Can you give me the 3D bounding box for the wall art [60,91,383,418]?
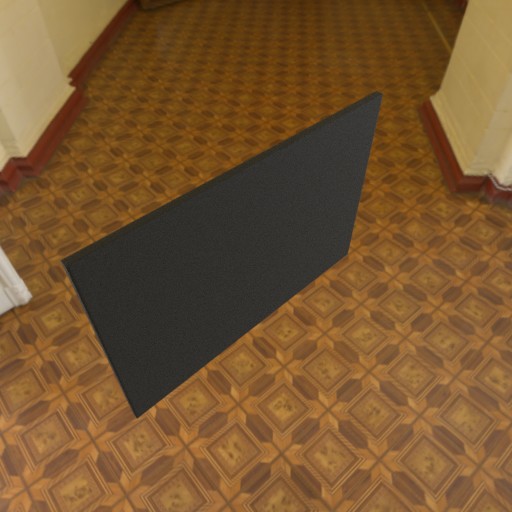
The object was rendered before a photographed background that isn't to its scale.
[{"bbox_3d":[0.000,0.000,1.275,0.964,0.659,0.049,-33,55,-27],"label":"wall art"}]
